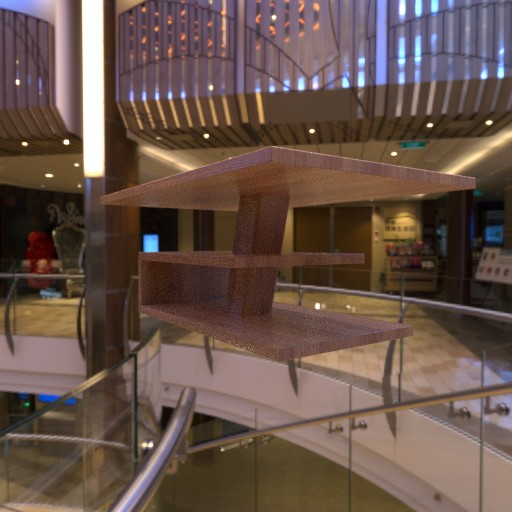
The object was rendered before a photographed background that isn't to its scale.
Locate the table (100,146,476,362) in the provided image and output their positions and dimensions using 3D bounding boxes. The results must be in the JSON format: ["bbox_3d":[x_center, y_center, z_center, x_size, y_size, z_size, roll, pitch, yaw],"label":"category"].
[{"bbox_3d":[0.000,0.000,1.470,0.700,0.442,1.100,-1,2,-35],"label":"table"}]
